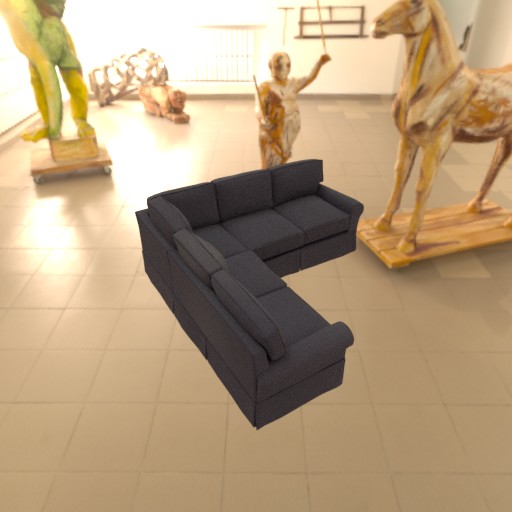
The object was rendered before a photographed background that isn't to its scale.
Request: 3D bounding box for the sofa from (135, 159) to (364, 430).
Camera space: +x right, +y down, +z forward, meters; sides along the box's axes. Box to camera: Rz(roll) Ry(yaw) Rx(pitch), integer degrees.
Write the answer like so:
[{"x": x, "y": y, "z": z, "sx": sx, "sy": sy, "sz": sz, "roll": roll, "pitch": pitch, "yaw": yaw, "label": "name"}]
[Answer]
[{"x": 0.000, "y": 0.000, "z": 5.029, "sx": 2.874, "sy": 1.169, "sz": 3.773, "roll": 0, "pitch": 33, "yaw": 0, "label": "sofa"}]
